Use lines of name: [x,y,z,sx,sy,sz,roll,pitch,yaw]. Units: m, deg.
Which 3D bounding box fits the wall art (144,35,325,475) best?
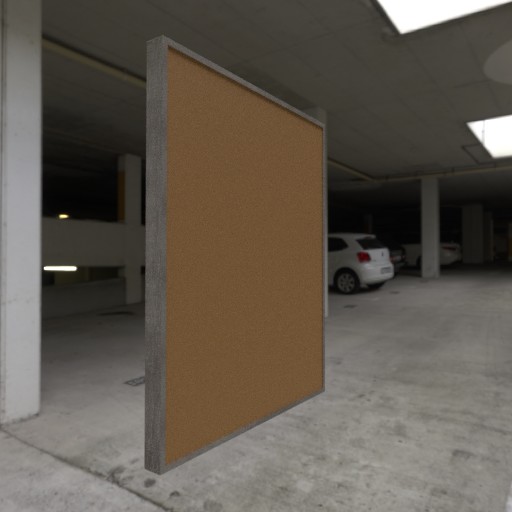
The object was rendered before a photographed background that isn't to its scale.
wall art: [0.000,0.000,0.703,0.032,0.521,0.421,-1,-1,36]
